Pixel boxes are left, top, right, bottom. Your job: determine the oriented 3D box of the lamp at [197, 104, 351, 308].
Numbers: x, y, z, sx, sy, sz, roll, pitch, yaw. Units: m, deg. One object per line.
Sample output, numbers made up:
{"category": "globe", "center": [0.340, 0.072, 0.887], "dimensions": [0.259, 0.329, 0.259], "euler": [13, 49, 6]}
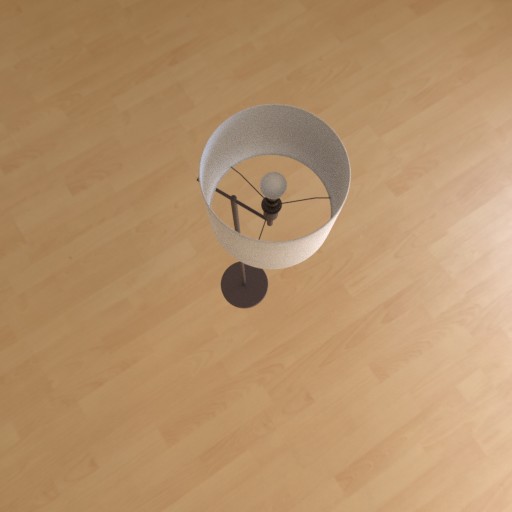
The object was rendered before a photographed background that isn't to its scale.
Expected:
{"category": "lamp", "center": [0.000, 0.000, 1.717], "dimensions": [0.416, 1.600, 0.324], "euler": [30, 77, 8]}
